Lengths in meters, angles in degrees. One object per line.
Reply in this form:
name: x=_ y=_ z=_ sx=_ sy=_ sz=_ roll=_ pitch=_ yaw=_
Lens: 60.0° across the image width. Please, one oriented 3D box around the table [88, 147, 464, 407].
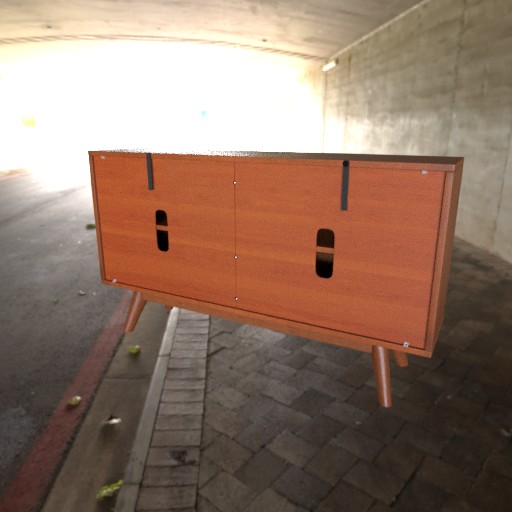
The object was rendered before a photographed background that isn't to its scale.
table: x=0.000 y=0.000 z=1.539 sx=1.220 sy=0.698 sz=0.308 roll=9 pitch=19 yaw=27
